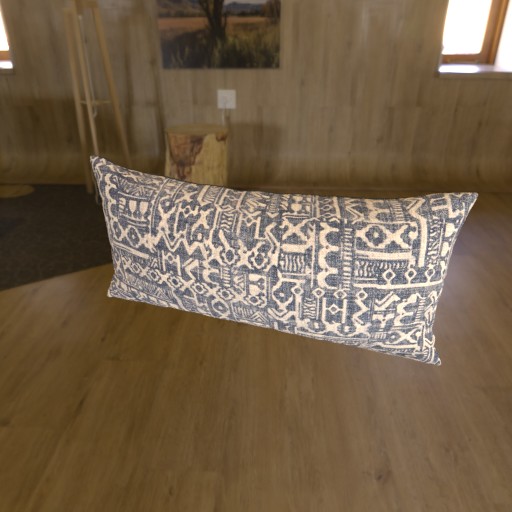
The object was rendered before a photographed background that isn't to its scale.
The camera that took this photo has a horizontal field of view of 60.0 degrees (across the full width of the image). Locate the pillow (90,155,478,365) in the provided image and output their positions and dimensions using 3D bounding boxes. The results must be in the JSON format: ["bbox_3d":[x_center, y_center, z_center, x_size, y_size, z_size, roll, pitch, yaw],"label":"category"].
[{"bbox_3d":[0.000,0.000,0.736,0.631,0.292,0.148,9,29,17],"label":"pillow"}]
